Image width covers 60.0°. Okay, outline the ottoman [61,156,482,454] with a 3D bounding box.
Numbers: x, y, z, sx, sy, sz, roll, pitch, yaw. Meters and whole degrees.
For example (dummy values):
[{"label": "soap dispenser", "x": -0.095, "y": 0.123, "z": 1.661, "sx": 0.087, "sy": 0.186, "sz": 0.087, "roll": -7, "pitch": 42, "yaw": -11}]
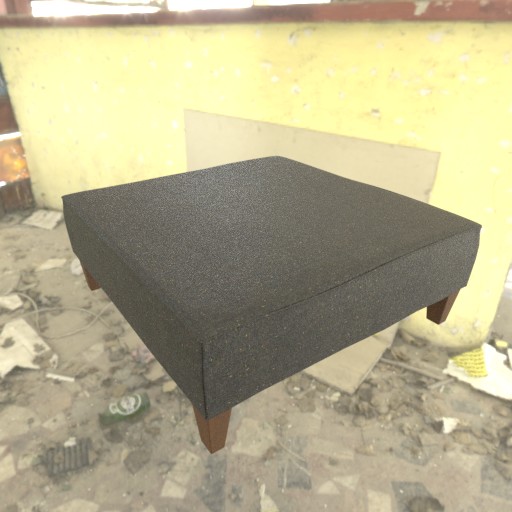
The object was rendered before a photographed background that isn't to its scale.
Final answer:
[{"label": "ottoman", "x": 0.000, "y": 0.000, "z": 1.501, "sx": 0.968, "sy": 0.382, "sz": 1.004, "roll": -18, "pitch": 32, "yaw": -31}]
